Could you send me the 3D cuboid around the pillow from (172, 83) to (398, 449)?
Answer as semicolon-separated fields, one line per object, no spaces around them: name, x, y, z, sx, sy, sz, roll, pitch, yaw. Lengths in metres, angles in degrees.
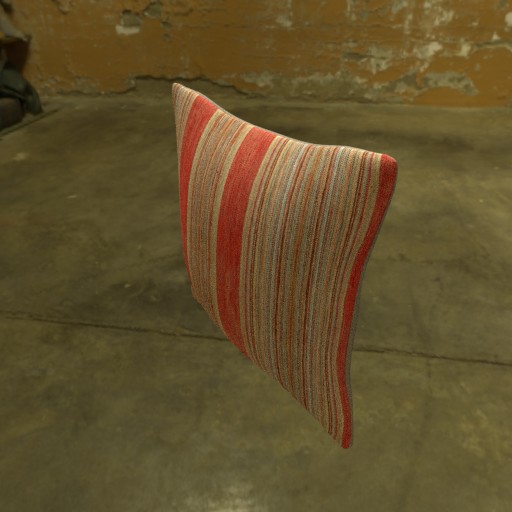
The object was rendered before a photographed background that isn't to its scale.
pillow;0.000;0.000;0.647;0.136;0.419;0.437;-21;38;-30
